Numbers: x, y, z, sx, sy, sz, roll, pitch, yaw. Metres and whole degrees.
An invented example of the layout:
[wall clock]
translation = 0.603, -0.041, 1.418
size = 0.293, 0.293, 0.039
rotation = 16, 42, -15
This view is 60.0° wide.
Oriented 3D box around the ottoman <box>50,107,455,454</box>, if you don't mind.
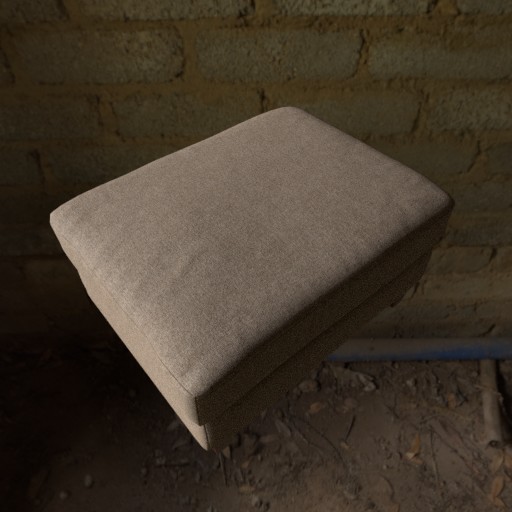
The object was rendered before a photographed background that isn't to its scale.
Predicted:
[ottoman]
translation = 0.000, 0.000, 1.312
size = 0.889, 0.511, 0.692
rotation = -32, 55, -26
